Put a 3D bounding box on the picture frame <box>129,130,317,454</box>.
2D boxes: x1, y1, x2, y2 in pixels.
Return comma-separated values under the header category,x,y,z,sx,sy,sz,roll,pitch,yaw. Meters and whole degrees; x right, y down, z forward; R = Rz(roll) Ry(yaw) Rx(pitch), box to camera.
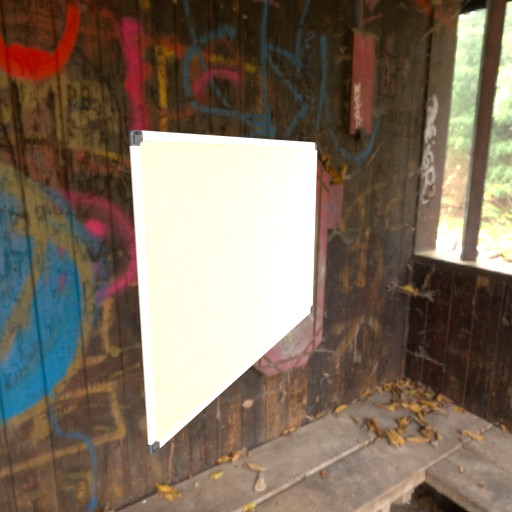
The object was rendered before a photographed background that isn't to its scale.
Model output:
category,x,y,z,sx,sy,sz,roll,pitch,yaw
picture frame,0.000,0.000,1.170,0.010,0.600,0.900,6,14,26
